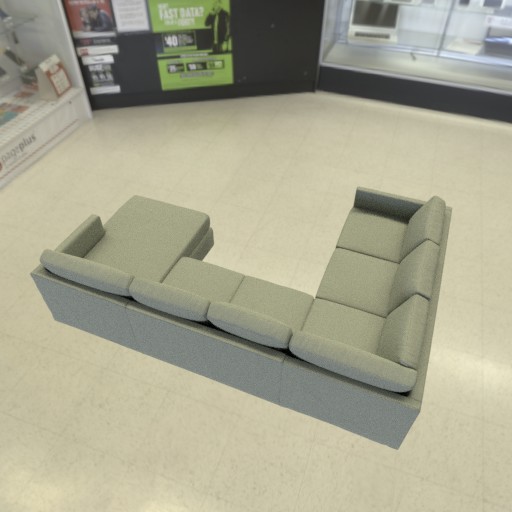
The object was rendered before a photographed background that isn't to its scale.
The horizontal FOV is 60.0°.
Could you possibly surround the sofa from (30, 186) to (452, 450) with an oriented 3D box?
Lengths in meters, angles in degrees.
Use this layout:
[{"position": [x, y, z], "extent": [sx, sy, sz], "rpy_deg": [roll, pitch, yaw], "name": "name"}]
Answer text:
[{"position": [0.000, 0.000, 4.481], "extent": [3.460, 0.882, 2.427], "rpy_deg": [16, 47, 15], "name": "sofa"}]
